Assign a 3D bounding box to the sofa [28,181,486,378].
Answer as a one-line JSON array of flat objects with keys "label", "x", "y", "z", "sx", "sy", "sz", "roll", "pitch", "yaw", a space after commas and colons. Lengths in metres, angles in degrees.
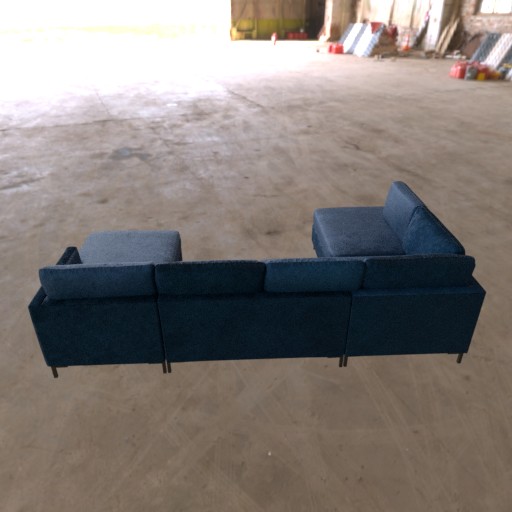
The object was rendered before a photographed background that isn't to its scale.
[{"label": "sofa", "x": 0.000, "y": 0.000, "z": 4.255, "sx": 3.434, "sy": 0.992, "sz": 2.055, "roll": -1, "pitch": 30, "yaw": -2}]
